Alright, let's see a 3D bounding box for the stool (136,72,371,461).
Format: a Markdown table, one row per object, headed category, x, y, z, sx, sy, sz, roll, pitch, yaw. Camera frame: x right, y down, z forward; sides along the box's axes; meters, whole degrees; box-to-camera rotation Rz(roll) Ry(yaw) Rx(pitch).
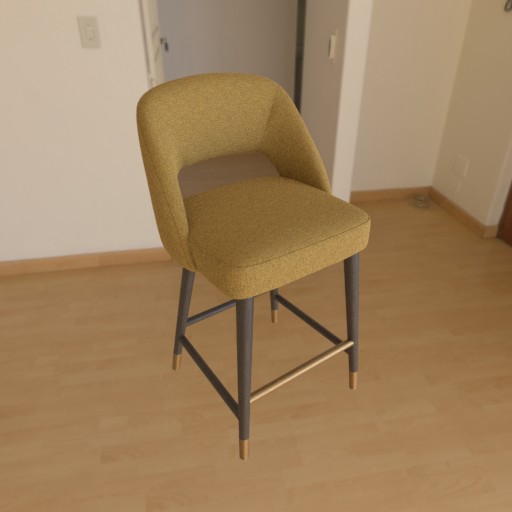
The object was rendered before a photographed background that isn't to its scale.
| category | x | y | z | sx | sy | sz | roll | pitch | yaw |
| --- | --- | --- | --- | --- | --- | --- | --- | --- | --- |
| stool | 0.000 | 0.000 | 1.295 | 0.536 | 0.939 | 0.522 | -20 | 36 | -30 |
